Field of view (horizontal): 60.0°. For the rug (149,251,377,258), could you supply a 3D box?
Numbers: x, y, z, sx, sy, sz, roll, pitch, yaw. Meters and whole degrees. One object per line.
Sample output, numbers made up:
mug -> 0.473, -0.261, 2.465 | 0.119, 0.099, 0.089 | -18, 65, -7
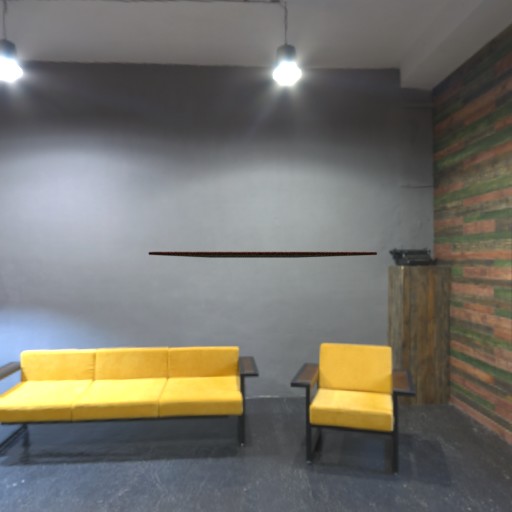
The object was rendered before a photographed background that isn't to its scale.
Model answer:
rug -> 0.000, 0.000, 2.695 | 0.769, 0.012, 2.448 | 0, 0, -1
